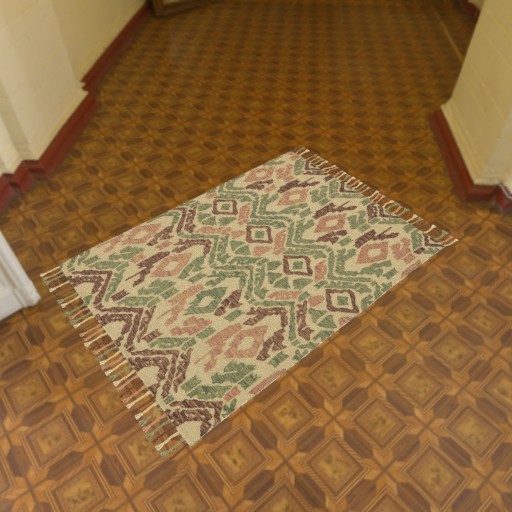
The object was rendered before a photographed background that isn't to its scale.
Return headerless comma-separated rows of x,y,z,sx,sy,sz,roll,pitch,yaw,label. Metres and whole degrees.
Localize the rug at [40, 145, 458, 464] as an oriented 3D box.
0.000,0.000,2.293,1.829,0.010,1.219,-31,54,-27,rug
